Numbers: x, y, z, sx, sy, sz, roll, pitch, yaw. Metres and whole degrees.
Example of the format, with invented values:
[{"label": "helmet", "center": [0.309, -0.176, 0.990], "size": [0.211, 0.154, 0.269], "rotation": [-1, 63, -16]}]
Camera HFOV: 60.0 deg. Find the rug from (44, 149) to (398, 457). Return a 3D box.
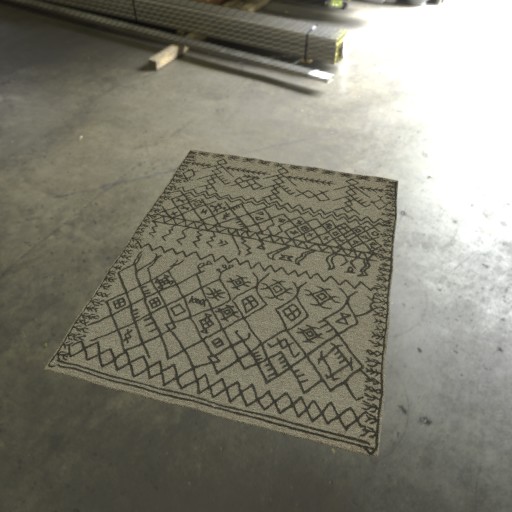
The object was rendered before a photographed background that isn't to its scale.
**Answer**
[{"label": "rug", "center": [0.000, 0.000, 3.258], "size": [1.964, 0.025, 2.455], "rotation": [11, 47, 10]}]
